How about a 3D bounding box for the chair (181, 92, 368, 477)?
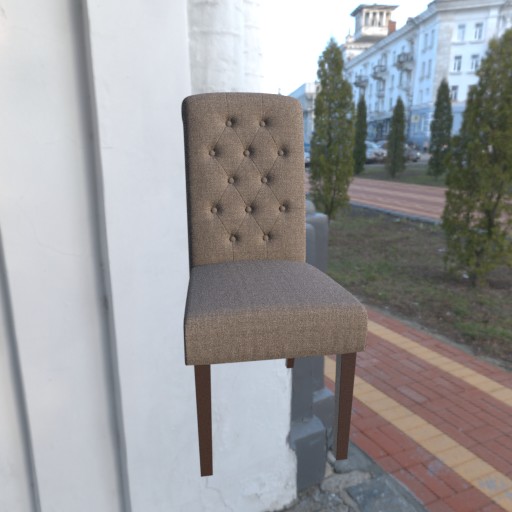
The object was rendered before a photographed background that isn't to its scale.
[{"bbox_3d":[0.000,0.000,1.366,0.456,1.006,0.671,-2,15,-9],"label":"chair"}]
